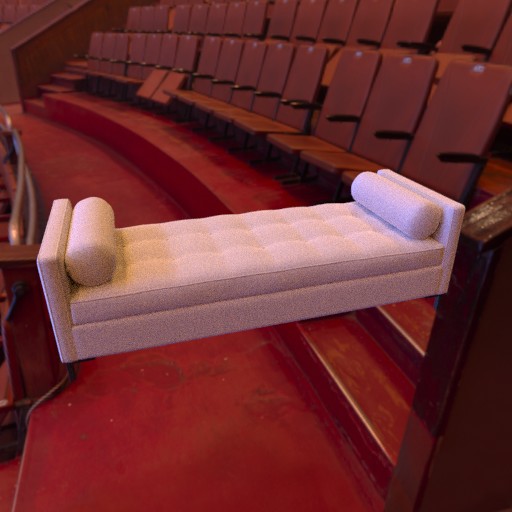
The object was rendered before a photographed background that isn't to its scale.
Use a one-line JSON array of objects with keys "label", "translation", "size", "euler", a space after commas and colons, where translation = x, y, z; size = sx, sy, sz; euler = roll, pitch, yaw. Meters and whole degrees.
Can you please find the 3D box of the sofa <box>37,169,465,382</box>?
[{"label": "sofa", "translation": [0.000, 0.000, 2.384], "size": [1.985, 0.641, 0.746], "euler": [-8, 28, -15]}]
